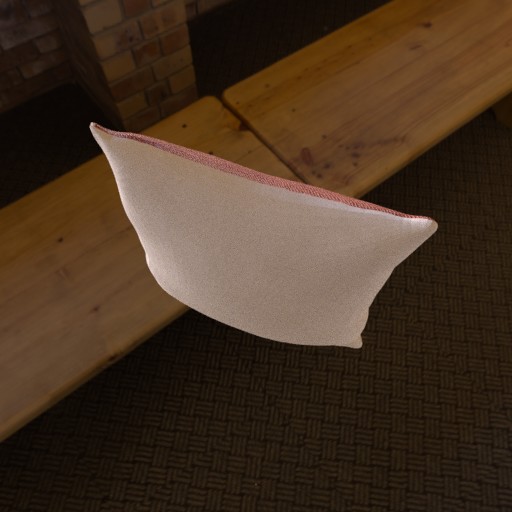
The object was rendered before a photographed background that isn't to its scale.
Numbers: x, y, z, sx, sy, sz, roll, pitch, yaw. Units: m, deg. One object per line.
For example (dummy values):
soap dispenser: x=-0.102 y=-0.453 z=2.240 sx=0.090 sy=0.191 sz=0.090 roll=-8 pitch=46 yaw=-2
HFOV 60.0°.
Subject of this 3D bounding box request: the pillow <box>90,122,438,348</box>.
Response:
pillow: x=0.000 y=0.000 z=0.701 sx=0.440 sy=0.441 sz=0.182 roll=18 pitch=64 yaw=9
